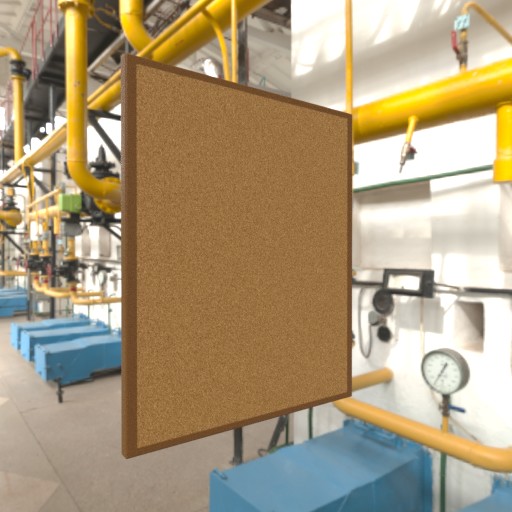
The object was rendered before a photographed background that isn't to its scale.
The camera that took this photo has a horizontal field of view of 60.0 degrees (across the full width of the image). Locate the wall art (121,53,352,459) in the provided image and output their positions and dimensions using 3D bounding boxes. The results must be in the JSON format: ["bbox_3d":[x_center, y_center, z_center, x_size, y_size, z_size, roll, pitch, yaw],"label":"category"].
[{"bbox_3d":[0.000,0.000,0.738,0.449,0.550,0.021,0,0,-36],"label":"wall art"}]
